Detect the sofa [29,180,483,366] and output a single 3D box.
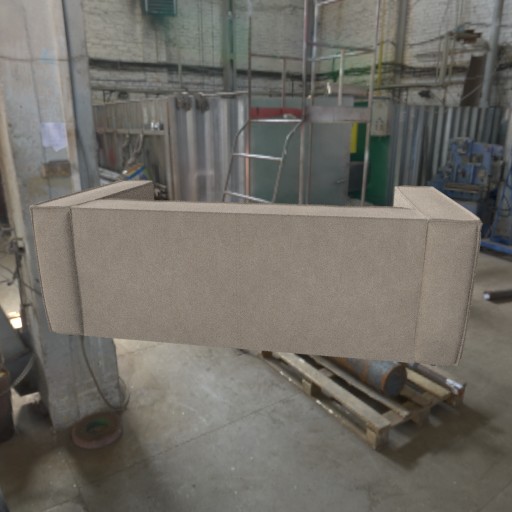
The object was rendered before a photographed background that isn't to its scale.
[{"bbox_3d":[0.000,0.000,2.419,1.995,0.680,1.038,3,17,9],"label":"sofa"}]
